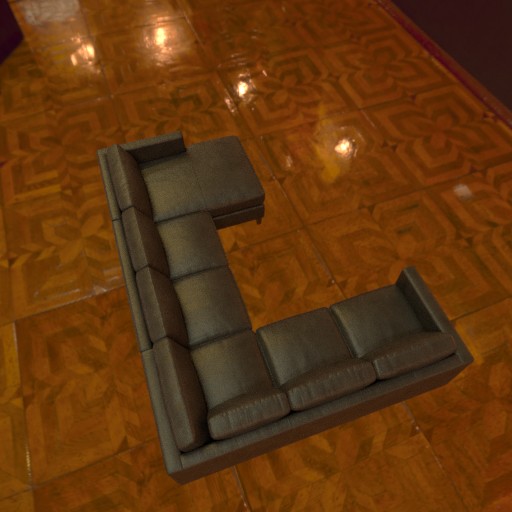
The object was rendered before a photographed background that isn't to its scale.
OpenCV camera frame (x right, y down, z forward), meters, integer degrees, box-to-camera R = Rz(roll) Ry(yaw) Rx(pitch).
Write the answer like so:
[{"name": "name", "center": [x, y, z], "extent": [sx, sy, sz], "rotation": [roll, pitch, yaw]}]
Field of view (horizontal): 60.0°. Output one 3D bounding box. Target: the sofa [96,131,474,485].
[{"name": "sofa", "center": [0.000, 0.000, 4.320], "extent": [2.452, 0.891, 3.324], "rotation": [-16, 58, -11]}]
